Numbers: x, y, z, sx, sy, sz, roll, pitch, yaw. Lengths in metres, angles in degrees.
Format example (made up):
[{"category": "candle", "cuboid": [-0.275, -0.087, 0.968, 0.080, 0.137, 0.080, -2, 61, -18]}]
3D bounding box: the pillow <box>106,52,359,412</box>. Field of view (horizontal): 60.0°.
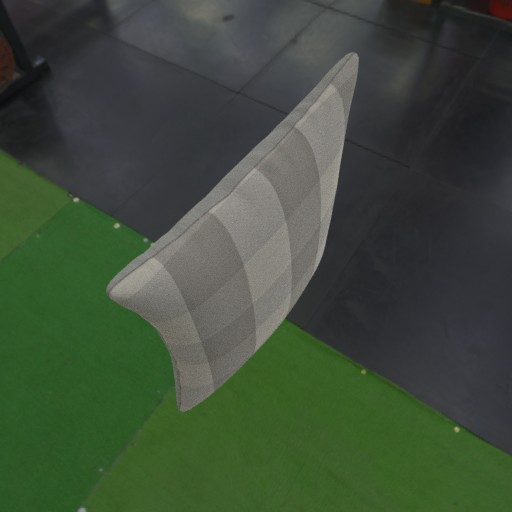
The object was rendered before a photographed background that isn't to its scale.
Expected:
[{"category": "pillow", "cuboid": [0.000, 0.000, 0.775, 0.161, 0.509, 0.511, 32, 63, 18]}]
